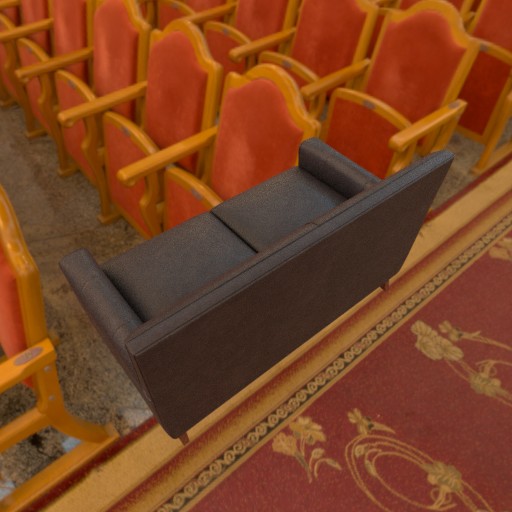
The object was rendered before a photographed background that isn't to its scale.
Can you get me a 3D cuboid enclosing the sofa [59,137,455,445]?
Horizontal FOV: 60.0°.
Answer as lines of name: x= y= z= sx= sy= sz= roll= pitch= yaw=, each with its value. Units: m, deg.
sofa: x=0.000 y=0.000 z=2.009 sx=1.473 sy=0.871 sz=0.787 roll=-31 pitch=54 yaw=-26
